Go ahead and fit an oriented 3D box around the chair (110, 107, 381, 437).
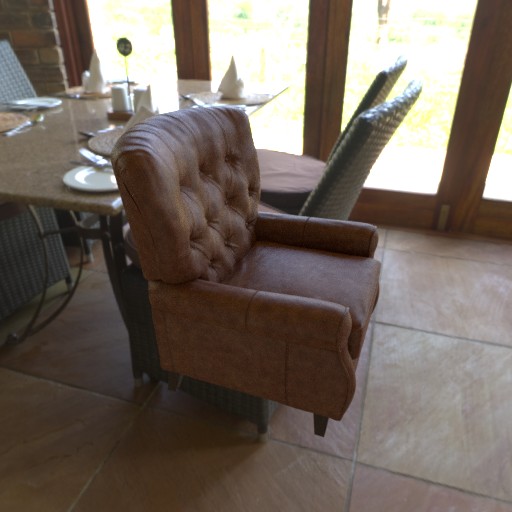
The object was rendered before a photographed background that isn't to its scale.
[{"bbox_3d":[0.000,0.000,1.965,1.059,1.164,0.951,10,30,18],"label":"chair"}]
